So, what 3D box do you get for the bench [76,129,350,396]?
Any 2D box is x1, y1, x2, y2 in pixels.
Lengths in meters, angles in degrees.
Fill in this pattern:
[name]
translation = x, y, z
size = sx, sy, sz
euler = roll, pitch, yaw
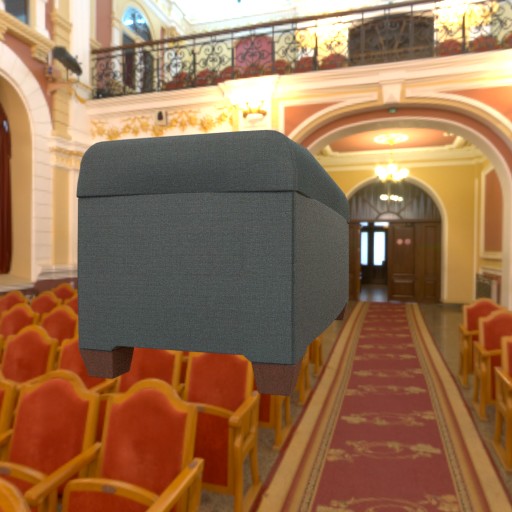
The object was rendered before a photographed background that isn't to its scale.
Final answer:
[bench]
translation = 0.000, 0.000, 1.267
size = 0.476, 0.474, 0.995
euler = 0, 1, 17
